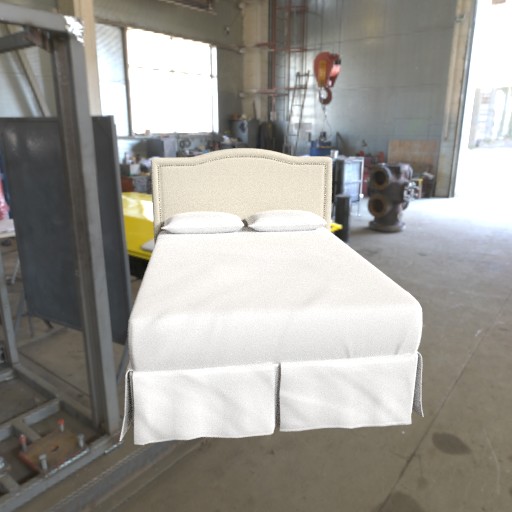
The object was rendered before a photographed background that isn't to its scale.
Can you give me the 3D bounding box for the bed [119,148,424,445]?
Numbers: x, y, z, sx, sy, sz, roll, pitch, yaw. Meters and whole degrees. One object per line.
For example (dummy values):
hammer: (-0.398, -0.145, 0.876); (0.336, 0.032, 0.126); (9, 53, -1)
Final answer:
bed: (0.000, 0.000, 3.262); (1.741, 1.449, 2.196); (-2, 16, -7)
